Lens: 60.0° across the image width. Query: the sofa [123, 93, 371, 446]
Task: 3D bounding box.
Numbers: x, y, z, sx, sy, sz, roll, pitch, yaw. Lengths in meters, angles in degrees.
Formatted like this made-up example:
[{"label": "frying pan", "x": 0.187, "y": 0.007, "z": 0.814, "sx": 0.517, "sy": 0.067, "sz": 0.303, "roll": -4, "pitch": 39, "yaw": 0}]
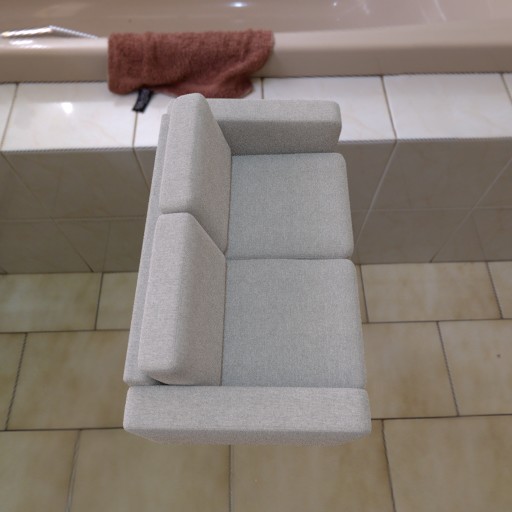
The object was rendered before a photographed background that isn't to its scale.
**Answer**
[{"label": "sofa", "x": 0.000, "y": 0.000, "z": 1.995, "sx": 0.900, "sy": 0.800, "sz": 1.540, "roll": 1, "pitch": 63, "yaw": 0}]
